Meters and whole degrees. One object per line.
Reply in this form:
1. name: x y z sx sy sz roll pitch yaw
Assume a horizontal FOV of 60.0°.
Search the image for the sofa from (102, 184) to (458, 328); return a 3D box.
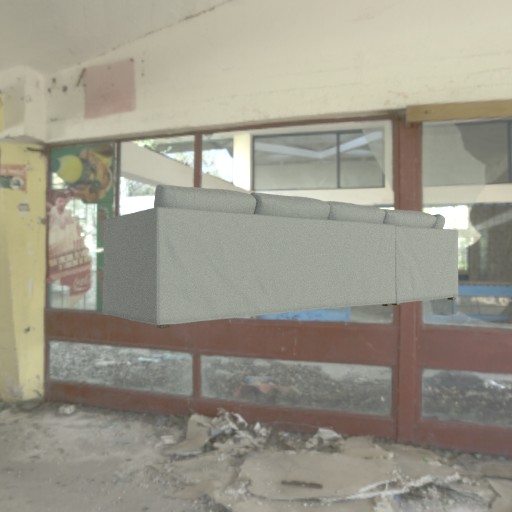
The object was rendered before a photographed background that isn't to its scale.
1. sofa: 0.000 0.000 4.364 3.182 0.871 2.432 0 -1 -36
